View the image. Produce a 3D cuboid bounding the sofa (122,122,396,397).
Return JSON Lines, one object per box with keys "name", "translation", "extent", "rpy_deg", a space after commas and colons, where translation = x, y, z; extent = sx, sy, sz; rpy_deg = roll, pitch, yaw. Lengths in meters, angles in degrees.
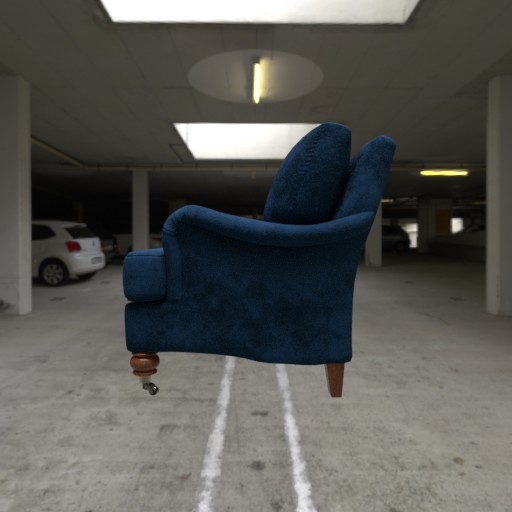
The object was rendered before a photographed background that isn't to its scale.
{"name": "sofa", "translation": [0.000, 0.000, 2.735], "extent": [1.084, 1.101, 2.141], "rpy_deg": [0, 0, -1]}
